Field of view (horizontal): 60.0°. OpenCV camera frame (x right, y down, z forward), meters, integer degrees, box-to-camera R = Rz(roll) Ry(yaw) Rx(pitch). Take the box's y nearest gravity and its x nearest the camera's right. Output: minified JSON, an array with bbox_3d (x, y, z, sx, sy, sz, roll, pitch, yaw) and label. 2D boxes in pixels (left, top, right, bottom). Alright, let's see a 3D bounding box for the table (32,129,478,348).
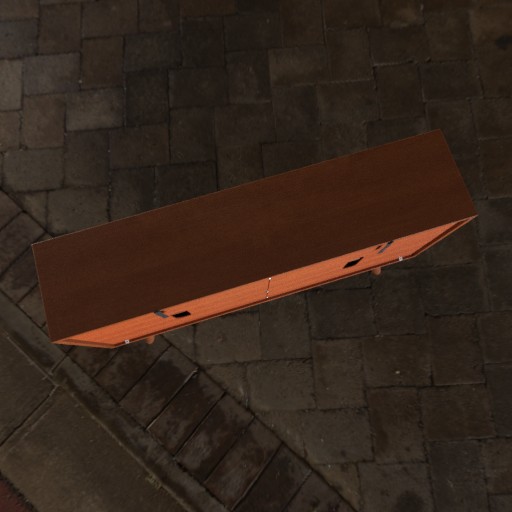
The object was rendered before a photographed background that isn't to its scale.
[{"bbox_3d":[0.000,0.000,1.578,1.220,0.698,0.308,-16,77,-4],"label":"table"}]
